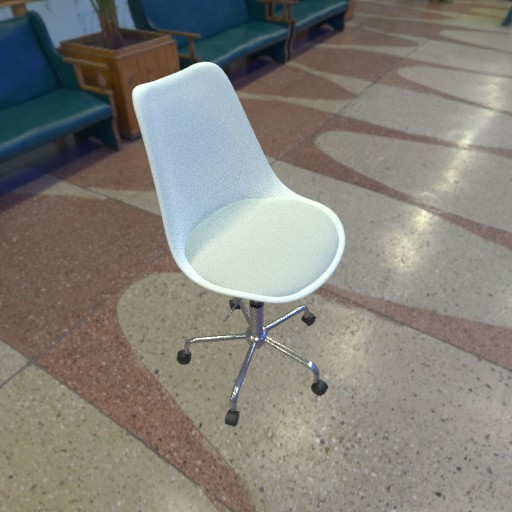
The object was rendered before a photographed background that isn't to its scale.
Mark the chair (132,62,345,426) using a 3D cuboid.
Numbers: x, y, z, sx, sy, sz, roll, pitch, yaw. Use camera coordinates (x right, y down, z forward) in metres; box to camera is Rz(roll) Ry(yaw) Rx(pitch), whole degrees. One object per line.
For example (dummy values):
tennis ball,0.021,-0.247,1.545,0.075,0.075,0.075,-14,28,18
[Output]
chair,0.000,0.000,1.280,0.550,0.930,0.550,23,45,26
